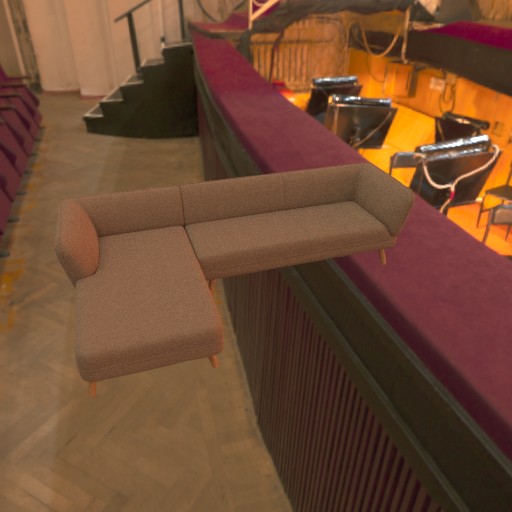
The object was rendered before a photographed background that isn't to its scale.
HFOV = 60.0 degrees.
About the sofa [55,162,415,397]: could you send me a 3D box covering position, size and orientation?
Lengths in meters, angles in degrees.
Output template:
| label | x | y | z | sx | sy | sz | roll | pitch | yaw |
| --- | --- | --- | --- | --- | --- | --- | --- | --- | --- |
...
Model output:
| label | x | y | z | sx | sy | sz | roll | pitch | yaw |
| --- | --- | --- | --- | --- | --- | --- | --- | --- | --- |
| sofa | 0.000 | 0.000 | 3.256 | 2.653 | 0.693 | 1.532 | -10 | 33 | -15 |
